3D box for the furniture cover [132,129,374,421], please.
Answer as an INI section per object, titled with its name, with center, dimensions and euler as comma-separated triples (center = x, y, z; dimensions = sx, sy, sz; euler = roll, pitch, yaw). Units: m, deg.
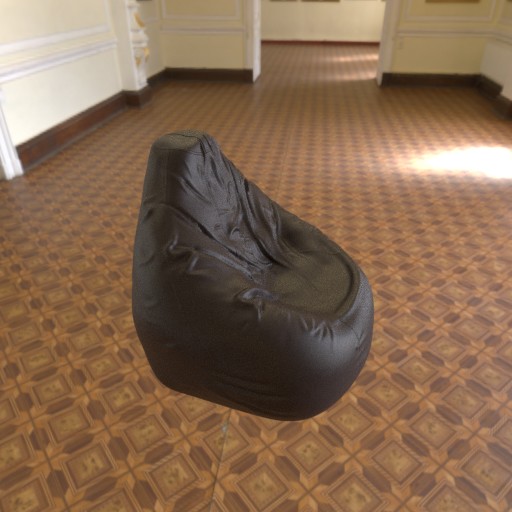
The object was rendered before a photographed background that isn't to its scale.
[furniture cover]
center = 0.000, 0.000, 1.911
dimensions = 1.070, 0.990, 1.070
euler = 11, 33, 17
